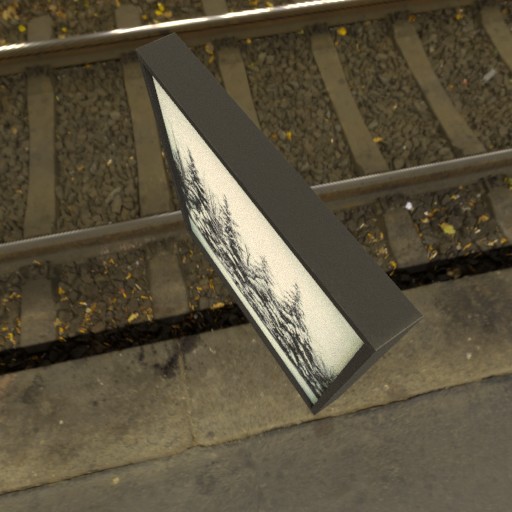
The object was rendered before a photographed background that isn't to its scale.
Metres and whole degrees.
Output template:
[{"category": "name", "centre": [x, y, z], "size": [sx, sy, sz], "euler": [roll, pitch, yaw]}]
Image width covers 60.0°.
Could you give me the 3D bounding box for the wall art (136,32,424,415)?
[{"category": "wall art", "centre": [0.000, 0.000, 0.453], "size": [0.037, 0.305, 0.305], "euler": [-31, 68, -14]}]
